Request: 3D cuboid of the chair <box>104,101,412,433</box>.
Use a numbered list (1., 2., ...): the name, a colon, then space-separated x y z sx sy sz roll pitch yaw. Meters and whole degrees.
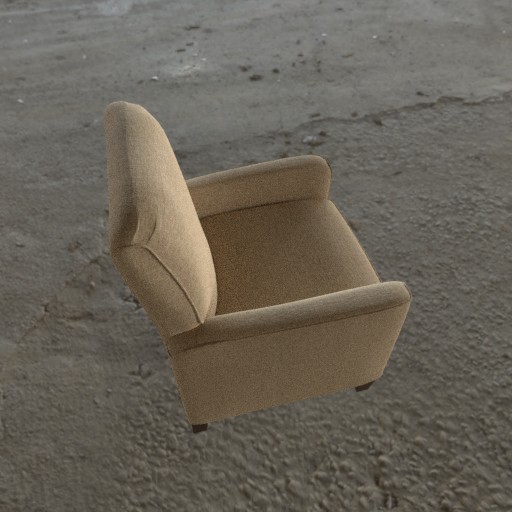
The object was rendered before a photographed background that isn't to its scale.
1. chair: 0.000 0.000 1.617 0.858 1.028 0.841 -11 48 -10
